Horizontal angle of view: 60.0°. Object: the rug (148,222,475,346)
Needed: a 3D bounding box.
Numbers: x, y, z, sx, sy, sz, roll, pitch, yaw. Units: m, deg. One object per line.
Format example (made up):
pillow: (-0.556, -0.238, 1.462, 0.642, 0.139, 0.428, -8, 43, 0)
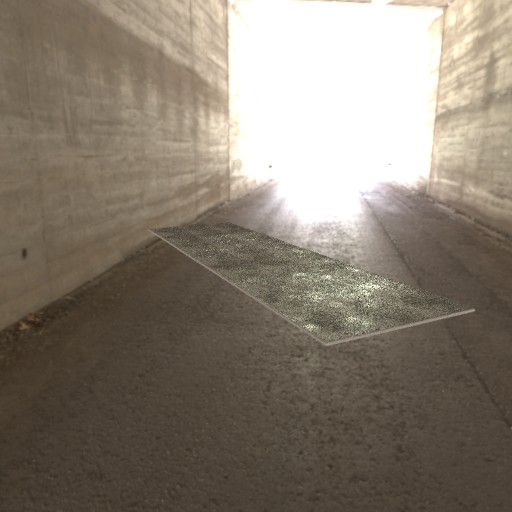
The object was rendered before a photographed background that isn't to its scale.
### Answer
rug: (0.000, 0.000, 2.363, 0.645, 0.015, 2.182, -7, 15, -26)
